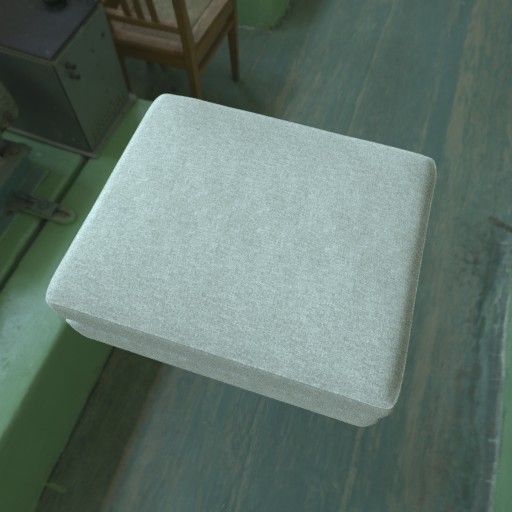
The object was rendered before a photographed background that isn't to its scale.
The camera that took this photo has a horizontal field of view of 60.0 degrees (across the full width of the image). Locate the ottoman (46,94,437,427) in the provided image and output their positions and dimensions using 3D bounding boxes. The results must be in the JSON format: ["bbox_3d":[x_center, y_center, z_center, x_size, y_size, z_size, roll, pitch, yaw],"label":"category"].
[{"bbox_3d":[0.000,0.000,1.247,0.821,0.474,0.693,16,64,8],"label":"ottoman"}]
